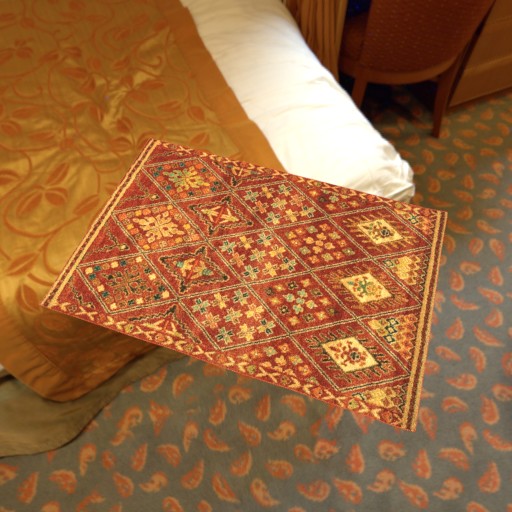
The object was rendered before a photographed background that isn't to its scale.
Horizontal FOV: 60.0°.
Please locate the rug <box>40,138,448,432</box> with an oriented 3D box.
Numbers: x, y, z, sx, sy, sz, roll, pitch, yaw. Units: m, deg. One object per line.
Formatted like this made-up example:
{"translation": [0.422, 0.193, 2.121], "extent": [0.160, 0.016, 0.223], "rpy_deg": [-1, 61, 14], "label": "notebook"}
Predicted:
{"translation": [0.000, 0.000, 2.886], "extent": [2.286, 0.026, 1.521], "rpy_deg": [16, 60, 10], "label": "rug"}
